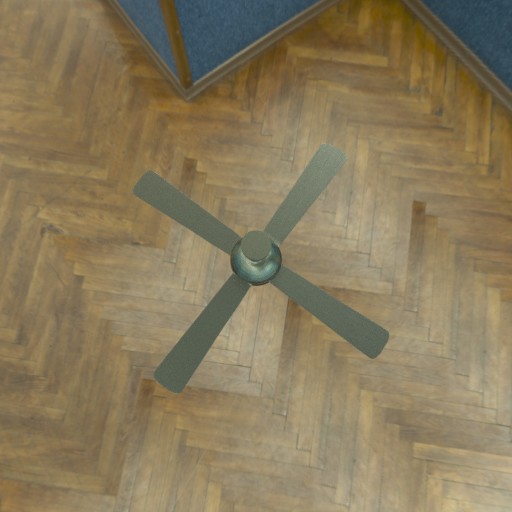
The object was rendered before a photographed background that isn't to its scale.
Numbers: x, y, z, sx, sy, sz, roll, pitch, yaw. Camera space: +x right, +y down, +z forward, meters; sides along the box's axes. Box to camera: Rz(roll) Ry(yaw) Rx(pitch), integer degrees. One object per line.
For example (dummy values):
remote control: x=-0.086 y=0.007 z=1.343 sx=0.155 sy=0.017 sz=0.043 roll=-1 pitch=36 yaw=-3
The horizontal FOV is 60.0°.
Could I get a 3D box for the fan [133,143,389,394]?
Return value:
fan: x=0.000 y=0.000 z=1.977 sx=1.321 sy=0.381 sz=1.321 roll=-33 pitch=79 yaw=-8
